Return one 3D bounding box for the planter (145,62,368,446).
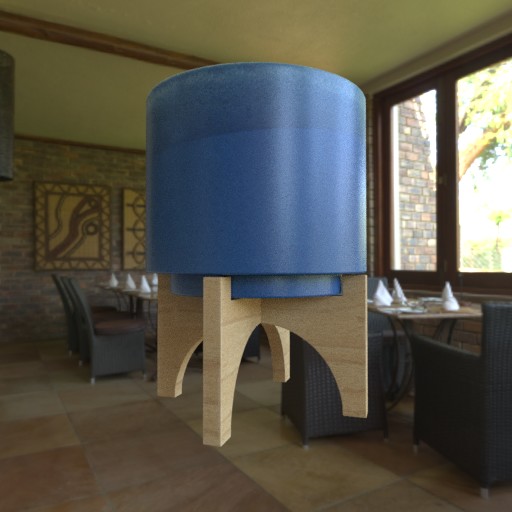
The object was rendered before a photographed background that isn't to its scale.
[{"bbox_3d":[0.000,0.000,0.397,0.192,0.263,0.192,0,-1,0],"label":"planter"}]
